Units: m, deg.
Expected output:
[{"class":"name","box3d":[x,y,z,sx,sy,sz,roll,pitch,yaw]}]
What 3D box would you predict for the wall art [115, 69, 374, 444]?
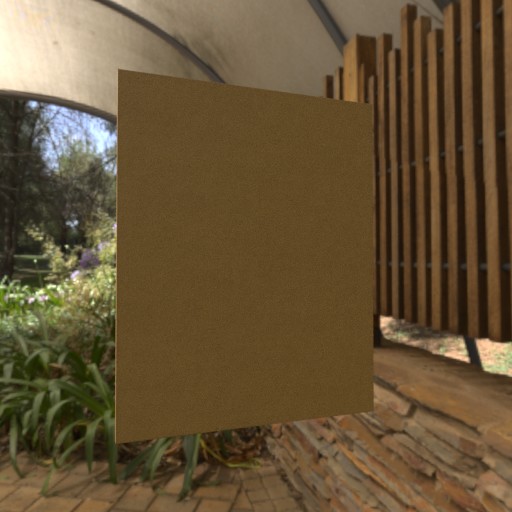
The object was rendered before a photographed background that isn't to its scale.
[{"class":"wall art","box3d":[0.000,0.000,1.328,0.798,1.002,0.030,0,-1,-19]}]
